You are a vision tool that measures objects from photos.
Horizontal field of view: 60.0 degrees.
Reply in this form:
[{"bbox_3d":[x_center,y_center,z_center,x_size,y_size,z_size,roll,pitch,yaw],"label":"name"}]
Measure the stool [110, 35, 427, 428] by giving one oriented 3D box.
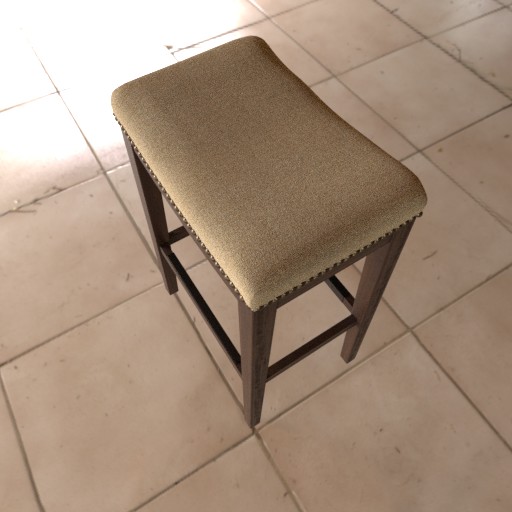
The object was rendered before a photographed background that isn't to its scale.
[{"bbox_3d":[0.000,0.000,1.038,0.363,0.768,0.509,-29,62,-17],"label":"stool"}]
